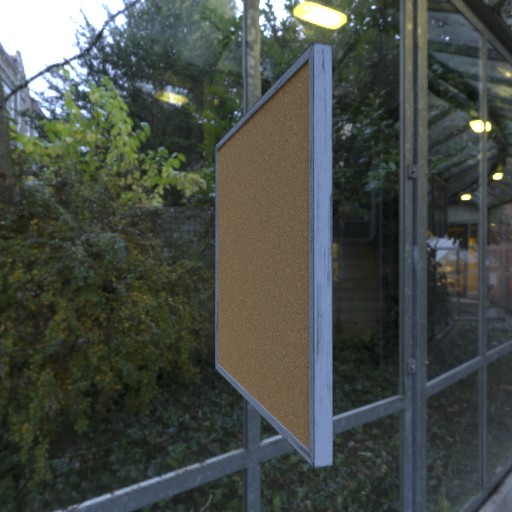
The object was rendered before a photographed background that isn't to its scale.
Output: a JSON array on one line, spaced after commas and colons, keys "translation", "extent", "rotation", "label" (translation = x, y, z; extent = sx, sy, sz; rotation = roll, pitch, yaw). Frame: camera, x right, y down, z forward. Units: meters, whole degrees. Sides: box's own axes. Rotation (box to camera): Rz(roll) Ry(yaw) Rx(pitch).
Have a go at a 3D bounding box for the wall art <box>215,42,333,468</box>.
[{"translation": [0.000, 0.000, 1.156], "extent": [0.037, 0.761, 0.761], "rotation": [0, 0, -19], "label": "wall art"}]
